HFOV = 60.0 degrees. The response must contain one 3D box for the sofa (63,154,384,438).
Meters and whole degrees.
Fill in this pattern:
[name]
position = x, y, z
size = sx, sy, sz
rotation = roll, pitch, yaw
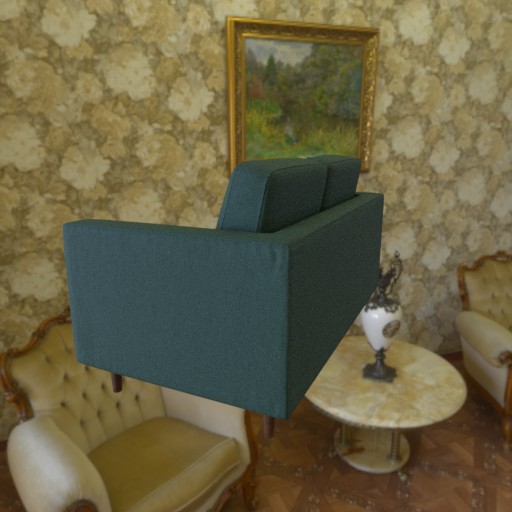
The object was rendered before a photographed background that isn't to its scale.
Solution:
[sofa]
position = 0.000, 0.000, 2.029
size = 0.879, 0.899, 1.430
rotation = 7, 15, 25
